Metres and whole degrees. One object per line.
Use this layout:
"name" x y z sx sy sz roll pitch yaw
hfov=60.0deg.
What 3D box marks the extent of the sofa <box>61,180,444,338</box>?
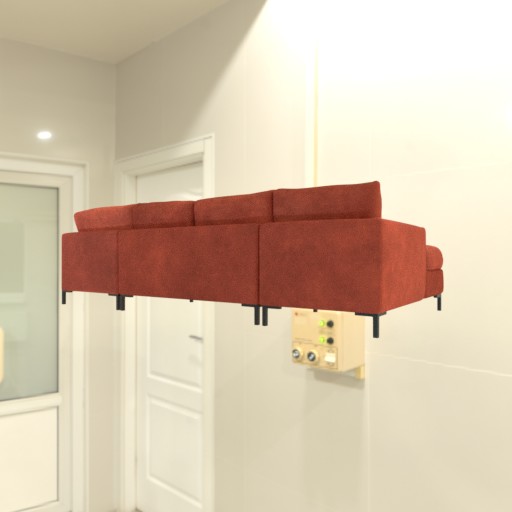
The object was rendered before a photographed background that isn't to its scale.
"sofa" 0.000 0.000 3.913 2.971 0.858 1.981 0 0 35
